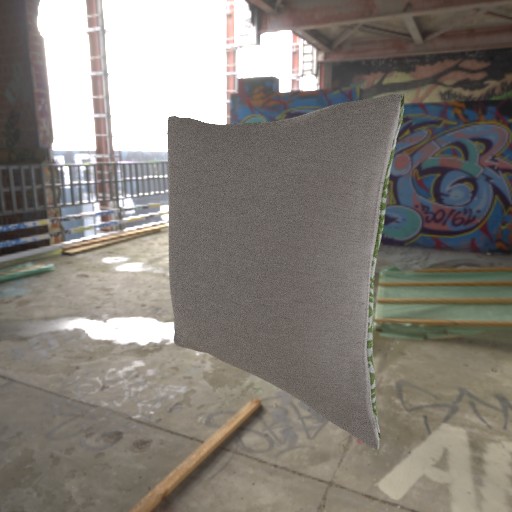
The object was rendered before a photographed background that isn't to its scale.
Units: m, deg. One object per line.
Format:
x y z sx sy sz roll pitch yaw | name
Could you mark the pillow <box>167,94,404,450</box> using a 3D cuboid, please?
0.000 0.000 0.653 0.162 0.419 0.440 -13 18 -43 | pillow
